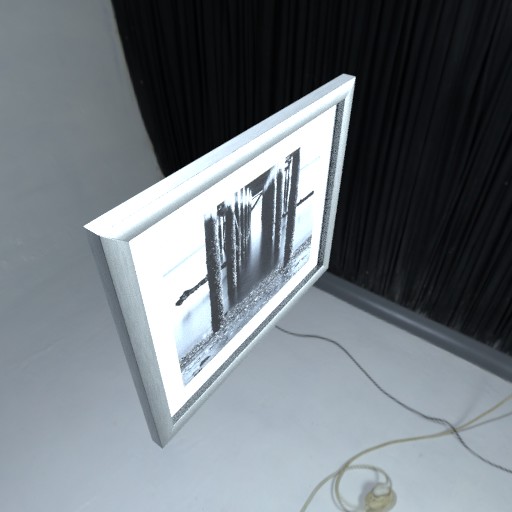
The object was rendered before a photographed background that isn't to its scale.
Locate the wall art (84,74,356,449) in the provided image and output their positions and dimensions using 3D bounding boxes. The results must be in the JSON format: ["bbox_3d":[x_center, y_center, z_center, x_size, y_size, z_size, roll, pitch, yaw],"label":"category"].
[{"bbox_3d":[0.000,0.000,0.764,0.028,0.457,0.556,26,47,27],"label":"wall art"}]
